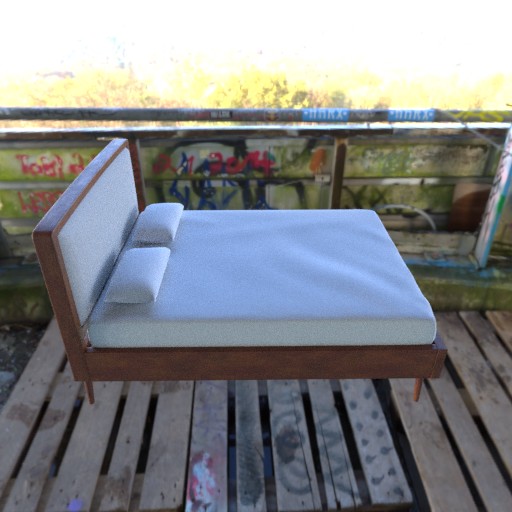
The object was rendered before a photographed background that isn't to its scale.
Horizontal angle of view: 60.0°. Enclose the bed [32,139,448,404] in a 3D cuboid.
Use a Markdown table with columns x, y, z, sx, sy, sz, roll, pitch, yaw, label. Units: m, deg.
| x | y | z | sx | sy | sz | roll | pitch | yaw | label |
| --- | --- | --- | --- | --- | --- | --- | --- | --- | --- |
| 0.000 | 0.000 | 3.143 | 2.196 | 1.275 | 1.587 | 0 | 31 | -1 | bed |
